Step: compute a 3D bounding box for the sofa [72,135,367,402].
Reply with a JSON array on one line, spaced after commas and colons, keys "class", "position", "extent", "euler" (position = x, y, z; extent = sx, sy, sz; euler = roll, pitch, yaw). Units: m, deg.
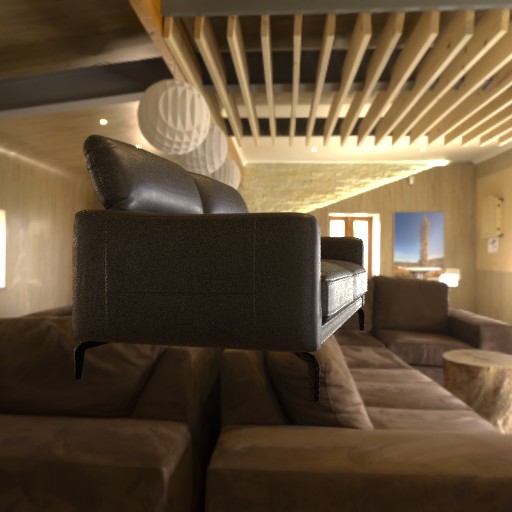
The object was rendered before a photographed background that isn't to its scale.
[{"class": "sofa", "position": [0.000, 0.000, 2.178], "extent": [0.958, 0.920, 1.596], "euler": [0, -1, 19]}]
